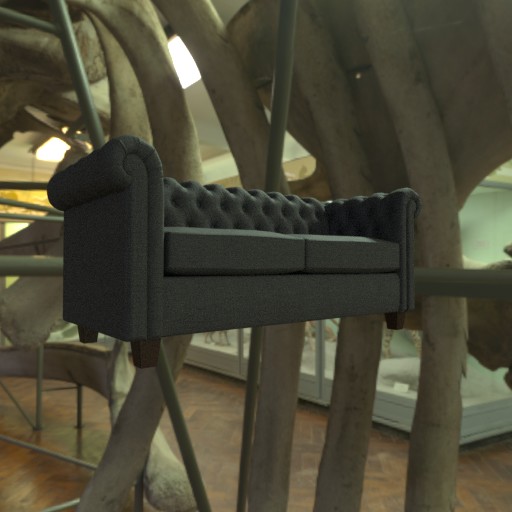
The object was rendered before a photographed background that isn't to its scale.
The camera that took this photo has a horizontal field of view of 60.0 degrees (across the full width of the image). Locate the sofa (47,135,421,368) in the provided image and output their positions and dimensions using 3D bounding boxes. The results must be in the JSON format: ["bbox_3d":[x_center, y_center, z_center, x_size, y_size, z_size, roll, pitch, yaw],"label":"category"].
[{"bbox_3d":[0.000,0.000,2.241,1.798,0.797,0.783,1,-2,-38],"label":"sofa"}]
